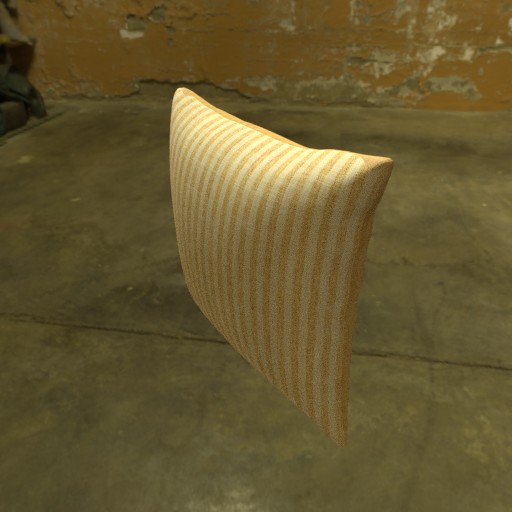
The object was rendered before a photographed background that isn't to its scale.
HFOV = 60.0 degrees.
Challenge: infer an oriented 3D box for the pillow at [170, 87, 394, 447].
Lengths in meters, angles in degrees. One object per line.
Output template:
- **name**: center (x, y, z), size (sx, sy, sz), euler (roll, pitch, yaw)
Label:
- **pillow**: center (0.000, 0.000, 0.646), size (0.173, 0.407, 0.419), euler (-21, 37, -30)
